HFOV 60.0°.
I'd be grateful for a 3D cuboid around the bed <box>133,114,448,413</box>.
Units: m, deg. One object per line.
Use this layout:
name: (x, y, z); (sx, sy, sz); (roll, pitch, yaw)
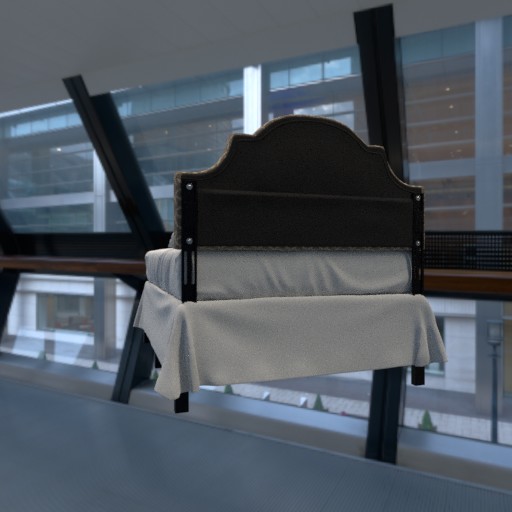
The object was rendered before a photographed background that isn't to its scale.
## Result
bed: (0.000, 0.000, 3.471); (1.780, 1.633, 2.222); (0, 0, -19)
